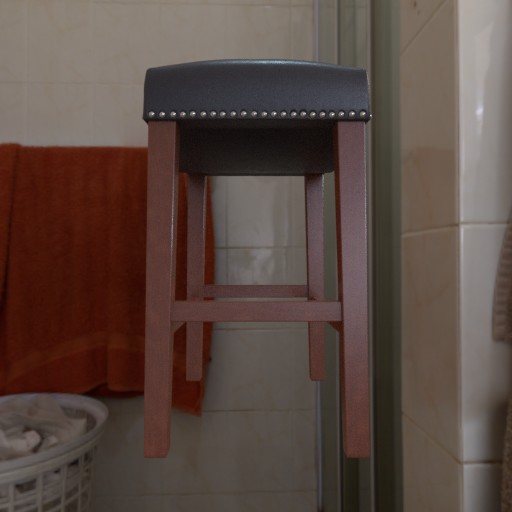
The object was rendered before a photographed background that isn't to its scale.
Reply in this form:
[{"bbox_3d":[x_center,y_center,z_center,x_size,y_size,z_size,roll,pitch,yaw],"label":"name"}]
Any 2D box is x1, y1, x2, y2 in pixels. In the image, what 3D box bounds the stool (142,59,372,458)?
[{"bbox_3d":[0.000,0.000,0.953,0.372,0.654,0.504,0,0,0],"label":"stool"}]
